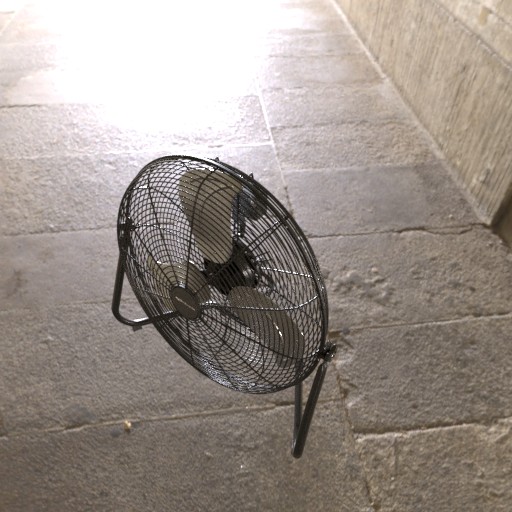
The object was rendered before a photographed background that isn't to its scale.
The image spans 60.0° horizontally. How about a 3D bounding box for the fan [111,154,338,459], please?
[{"bbox_3d":[0.000,0.000,1.006,0.595,0.605,0.470,30,53,25],"label":"fan"}]
